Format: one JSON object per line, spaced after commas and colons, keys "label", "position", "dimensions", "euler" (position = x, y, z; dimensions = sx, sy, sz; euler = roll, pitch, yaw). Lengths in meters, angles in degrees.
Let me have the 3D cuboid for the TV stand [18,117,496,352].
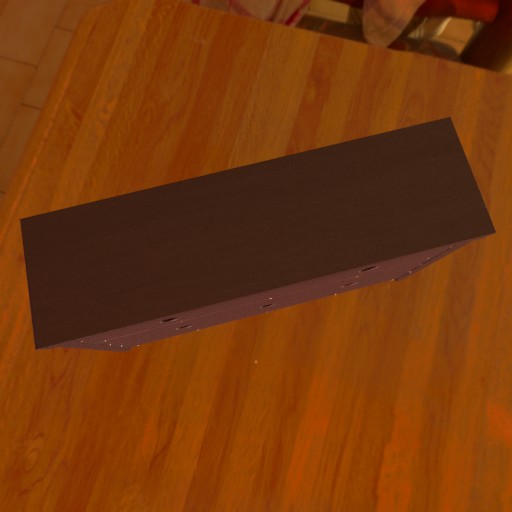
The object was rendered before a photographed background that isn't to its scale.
{"label": "TV stand", "position": [0.000, 0.000, 1.480], "dimensions": [1.198, 0.681, 0.347], "euler": [-14, 77, -3]}
